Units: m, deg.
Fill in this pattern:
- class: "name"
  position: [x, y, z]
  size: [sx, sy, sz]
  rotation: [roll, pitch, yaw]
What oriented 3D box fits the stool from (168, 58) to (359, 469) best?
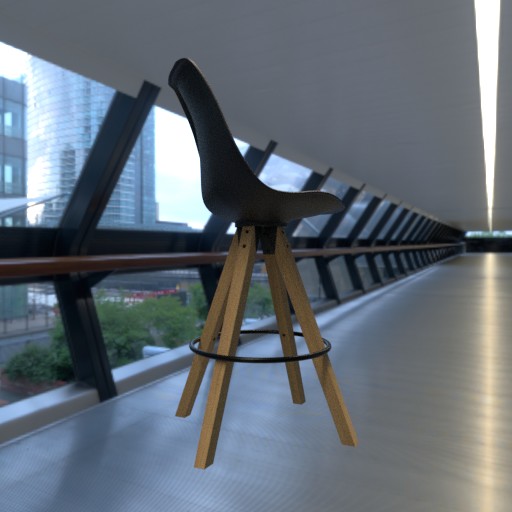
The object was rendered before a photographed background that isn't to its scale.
- class: "stool"
  position: [0.000, 0.000, 1.421]
  size: [0.550, 1.115, 0.485]
  rotation: [0, 0, -18]
